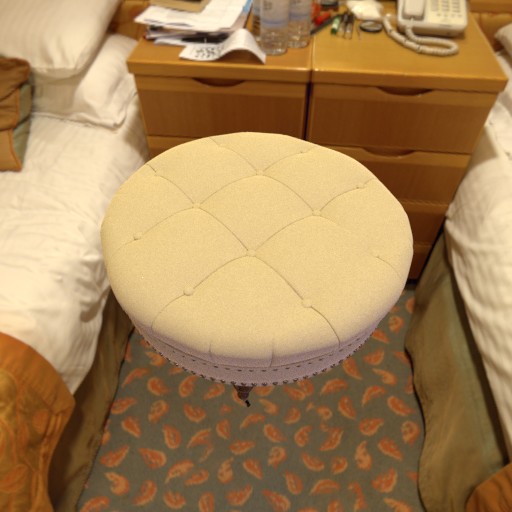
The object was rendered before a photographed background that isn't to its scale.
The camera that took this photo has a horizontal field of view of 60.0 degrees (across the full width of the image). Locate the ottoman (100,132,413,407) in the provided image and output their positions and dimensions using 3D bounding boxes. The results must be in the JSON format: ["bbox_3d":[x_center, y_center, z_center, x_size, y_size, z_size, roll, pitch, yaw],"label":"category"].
[{"bbox_3d":[0.000,0.000,1.403,0.901,0.439,0.901,0,47,0],"label":"ottoman"}]
